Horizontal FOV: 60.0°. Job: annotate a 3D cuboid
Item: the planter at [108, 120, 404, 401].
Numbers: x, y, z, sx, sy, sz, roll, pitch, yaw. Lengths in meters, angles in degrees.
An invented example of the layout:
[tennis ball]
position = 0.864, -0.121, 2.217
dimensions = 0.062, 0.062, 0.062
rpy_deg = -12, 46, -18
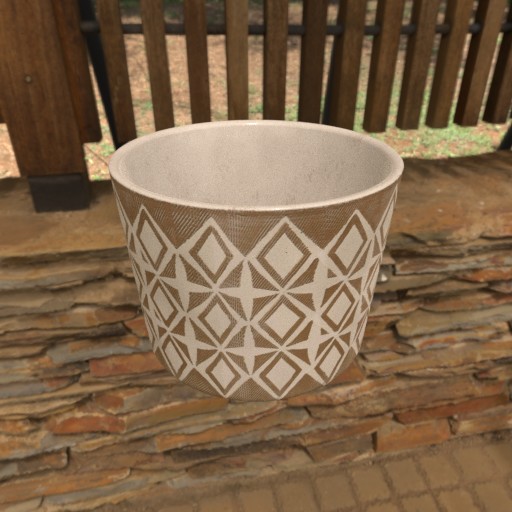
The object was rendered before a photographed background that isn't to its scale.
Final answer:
[planter]
position = 0.000, 0.000, 0.460
dimensions = 0.260, 0.220, 0.260
rpy_deg = 0, 30, 0
